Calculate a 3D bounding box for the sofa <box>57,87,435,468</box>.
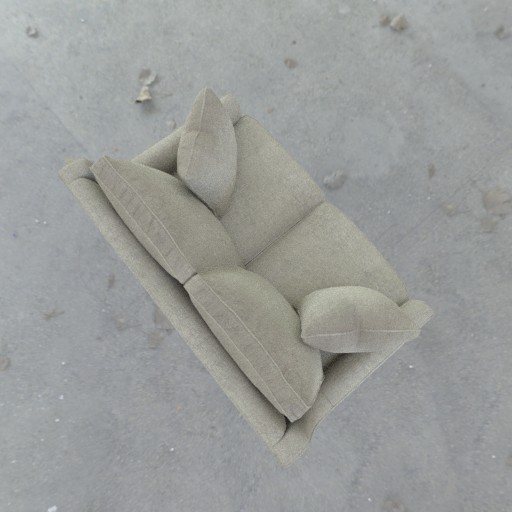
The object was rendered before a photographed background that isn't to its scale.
[{"bbox_3d":[0.000,0.000,2.021,0.915,0.863,1.422,-39,78,-10],"label":"sofa"}]
